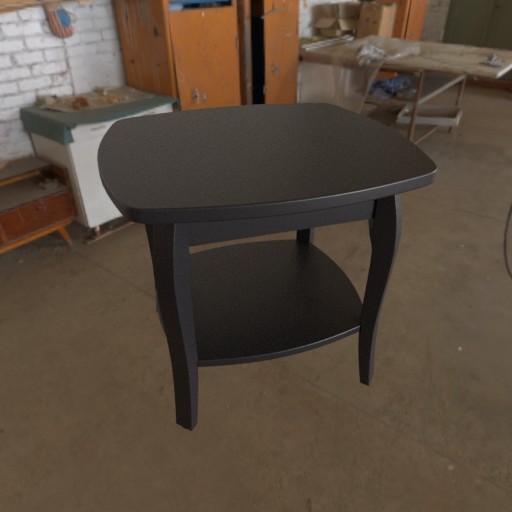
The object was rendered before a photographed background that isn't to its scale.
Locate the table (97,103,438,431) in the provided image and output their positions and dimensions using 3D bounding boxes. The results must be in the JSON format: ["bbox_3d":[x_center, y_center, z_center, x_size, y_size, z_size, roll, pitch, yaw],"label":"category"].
[{"bbox_3d":[0.000,0.000,0.862,0.508,0.457,0.457,-9,34,-14],"label":"table"}]
